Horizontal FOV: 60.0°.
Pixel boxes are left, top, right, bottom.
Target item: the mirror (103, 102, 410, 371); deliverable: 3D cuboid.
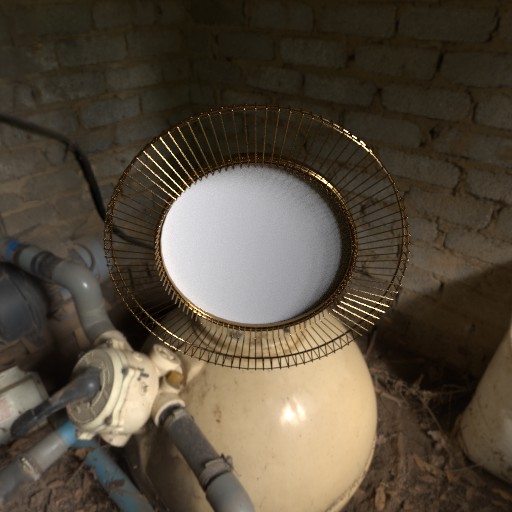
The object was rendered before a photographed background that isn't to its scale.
[{"bbox_3d":[0.000,0.000,1.055,0.703,0.703,0.067,1,32,1],"label":"mirror"}]
